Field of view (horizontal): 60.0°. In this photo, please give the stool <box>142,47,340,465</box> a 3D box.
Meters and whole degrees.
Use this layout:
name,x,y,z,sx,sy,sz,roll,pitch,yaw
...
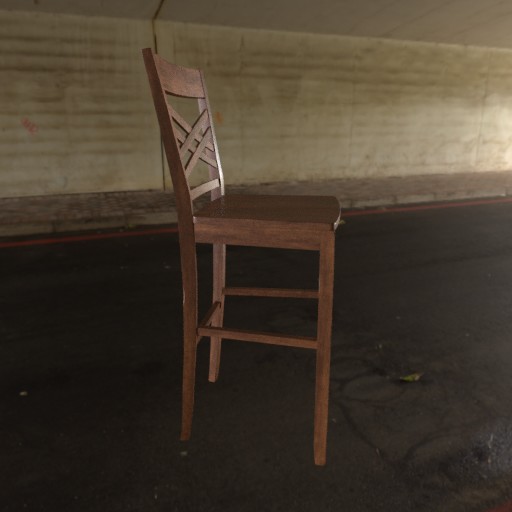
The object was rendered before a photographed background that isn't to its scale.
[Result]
name,x,y,z,sx,sy,sz,roll,pitch,yaw
stool,0.000,0.000,1.343,0.487,1.105,0.433,3,17,9
